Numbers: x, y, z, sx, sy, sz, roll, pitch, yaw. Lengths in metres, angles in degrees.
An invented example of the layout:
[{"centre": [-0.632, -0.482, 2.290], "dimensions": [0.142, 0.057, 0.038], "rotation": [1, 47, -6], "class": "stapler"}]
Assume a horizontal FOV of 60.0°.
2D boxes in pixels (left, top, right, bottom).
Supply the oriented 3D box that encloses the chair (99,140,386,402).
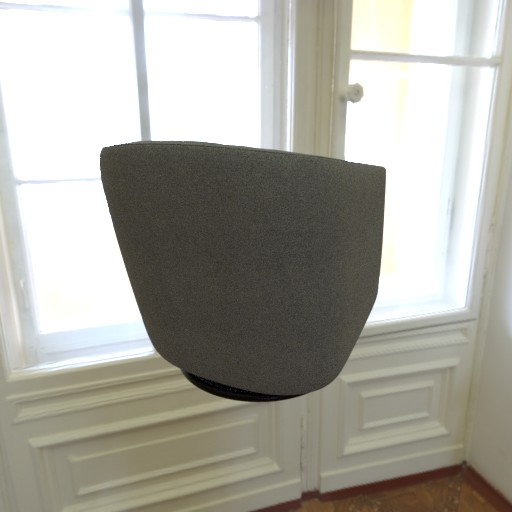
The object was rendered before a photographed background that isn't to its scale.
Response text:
[{"centre": [0.000, 0.000, 1.656], "dimensions": [0.822, 0.861, 0.986], "rotation": [9, 18, 27], "class": "chair"}]
